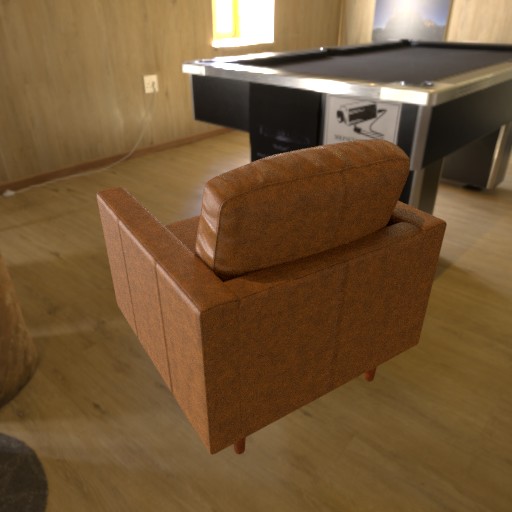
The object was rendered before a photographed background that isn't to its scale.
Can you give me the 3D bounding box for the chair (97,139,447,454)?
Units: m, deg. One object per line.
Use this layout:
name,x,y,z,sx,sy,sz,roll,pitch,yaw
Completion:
chair,0.000,0.000,1.652,0.890,0.956,0.909,-18,34,-28
